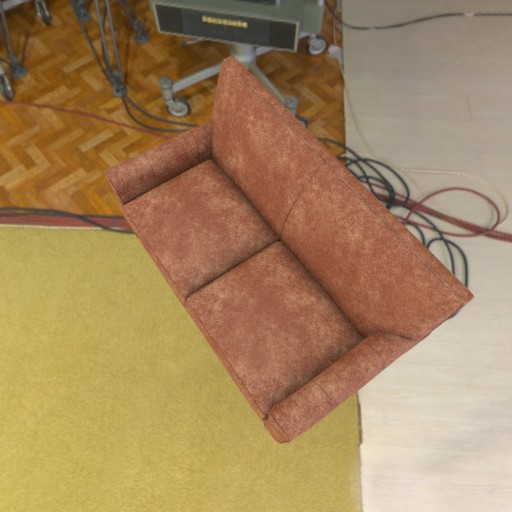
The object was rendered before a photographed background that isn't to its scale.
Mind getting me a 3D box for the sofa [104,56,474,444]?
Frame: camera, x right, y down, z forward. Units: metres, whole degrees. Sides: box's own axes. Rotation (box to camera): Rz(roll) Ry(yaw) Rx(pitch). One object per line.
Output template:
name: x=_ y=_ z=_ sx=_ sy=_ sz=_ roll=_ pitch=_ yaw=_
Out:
sofa: x=0.000 y=0.000 z=2.051 sx=0.787 sy=0.871 sz=1.473 roll=-32 pitch=67 yaw=-15
